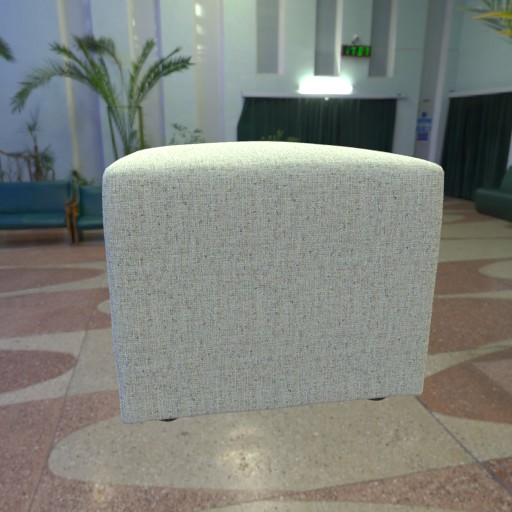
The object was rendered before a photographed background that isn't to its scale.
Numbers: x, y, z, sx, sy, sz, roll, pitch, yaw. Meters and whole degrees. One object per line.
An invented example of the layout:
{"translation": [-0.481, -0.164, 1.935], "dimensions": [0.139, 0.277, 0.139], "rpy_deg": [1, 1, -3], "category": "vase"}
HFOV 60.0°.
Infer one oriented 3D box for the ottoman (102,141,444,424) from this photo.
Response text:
{"translation": [0.000, 0.000, 0.912], "dimensions": [0.512, 0.453, 0.521], "rpy_deg": [-3, 16, -9], "category": "ottoman"}
